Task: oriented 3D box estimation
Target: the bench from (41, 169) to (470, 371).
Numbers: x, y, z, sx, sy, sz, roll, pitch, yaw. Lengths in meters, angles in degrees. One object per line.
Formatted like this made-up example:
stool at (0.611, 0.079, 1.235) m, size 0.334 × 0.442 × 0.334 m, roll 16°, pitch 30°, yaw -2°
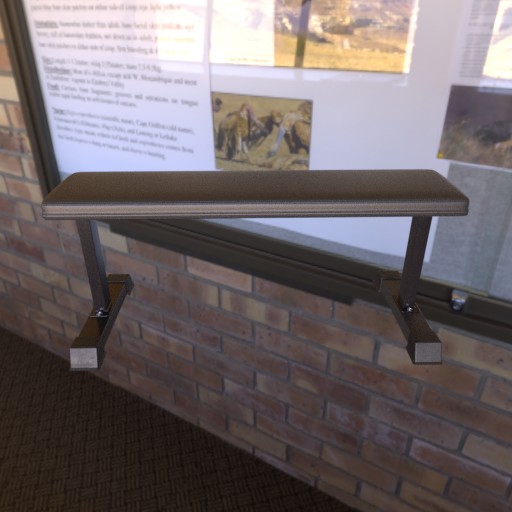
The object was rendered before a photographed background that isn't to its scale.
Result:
bench at (0.000, 0.000, 1.289) m, size 1.072 × 0.453 × 0.439 m, roll -1°, pitch 28°, yaw -1°
